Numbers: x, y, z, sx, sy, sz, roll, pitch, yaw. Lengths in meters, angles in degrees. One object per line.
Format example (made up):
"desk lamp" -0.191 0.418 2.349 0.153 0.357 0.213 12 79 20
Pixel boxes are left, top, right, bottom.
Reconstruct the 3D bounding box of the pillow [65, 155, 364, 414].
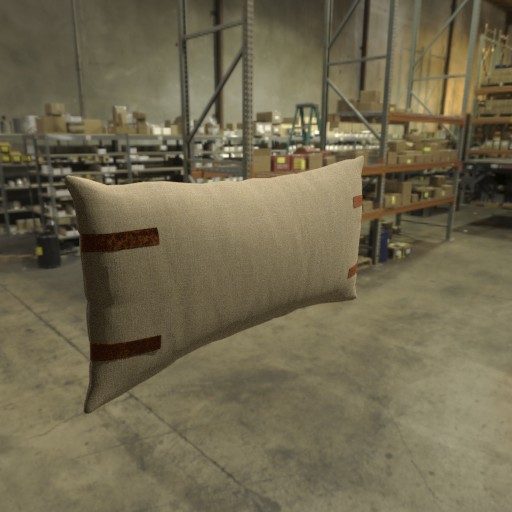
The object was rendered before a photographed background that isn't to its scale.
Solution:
"pillow" 0.000 0.000 0.734 0.612 0.308 0.148 -14 20 -42
